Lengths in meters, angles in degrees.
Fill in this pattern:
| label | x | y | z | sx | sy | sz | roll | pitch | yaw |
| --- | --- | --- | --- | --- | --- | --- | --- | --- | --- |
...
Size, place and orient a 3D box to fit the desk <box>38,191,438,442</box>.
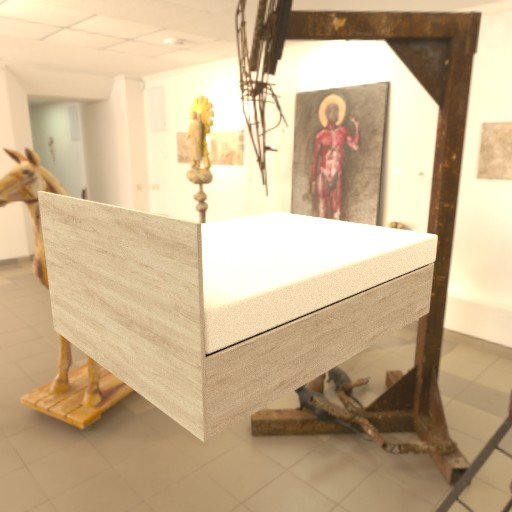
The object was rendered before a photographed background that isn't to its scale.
| label | x | y | z | sx | sy | sz | roll | pitch | yaw |
| --- | --- | --- | --- | --- | --- | --- | --- | --- | --- |
| desk | 0.000 | 0.000 | 2.630 | 1.900 | 0.800 | 1.400 | -14 | 20 | -43 |
